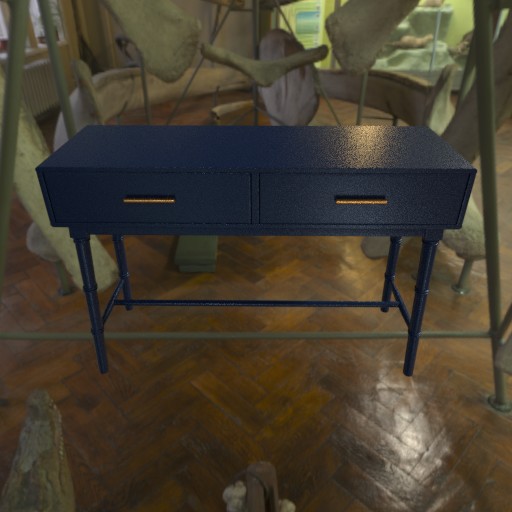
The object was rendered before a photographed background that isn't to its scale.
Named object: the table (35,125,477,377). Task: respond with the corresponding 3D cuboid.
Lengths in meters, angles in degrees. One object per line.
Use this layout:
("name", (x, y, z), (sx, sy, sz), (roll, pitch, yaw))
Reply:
("table", (0.000, 0.000, 1.466), (1.118, 0.749, 0.399), (0, 32, 1))
